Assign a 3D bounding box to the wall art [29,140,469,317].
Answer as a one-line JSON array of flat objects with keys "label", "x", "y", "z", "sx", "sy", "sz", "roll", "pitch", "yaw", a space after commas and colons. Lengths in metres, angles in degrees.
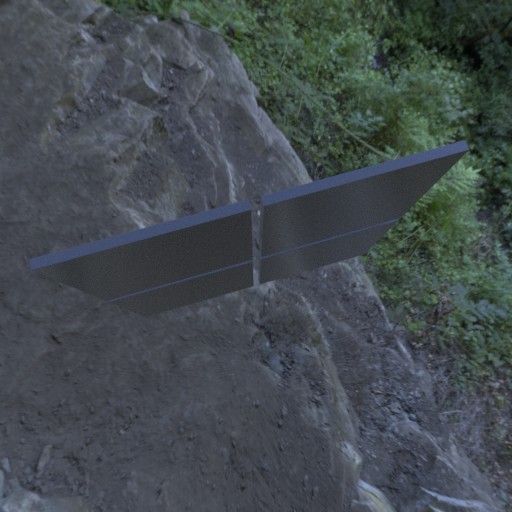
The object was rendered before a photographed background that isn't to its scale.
[{"label": "wall art", "x": 0.000, "y": 0.000, "z": 1.634, "sx": 1.118, "sy": 1.118, "sz": 0.029, "roll": -16, "pitch": 77, "yaw": -4}]
